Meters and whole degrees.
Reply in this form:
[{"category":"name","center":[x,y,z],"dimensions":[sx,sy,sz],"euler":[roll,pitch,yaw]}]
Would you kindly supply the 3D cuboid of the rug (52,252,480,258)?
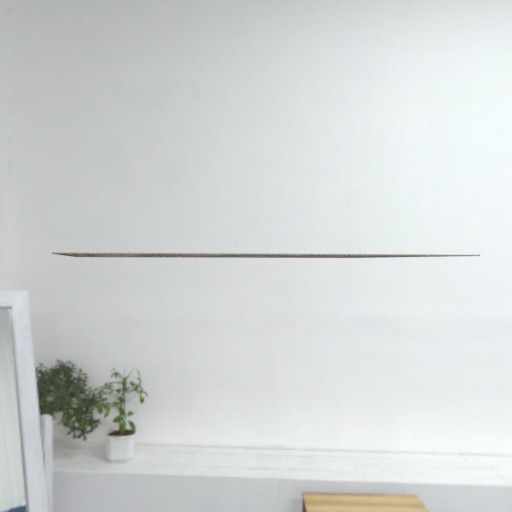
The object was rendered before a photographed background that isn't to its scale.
[{"category":"rug","center":[0.000,0.000,3.093],"dimensions":[2.440,0.010,1.545],"euler":[0,-1,-18]}]
